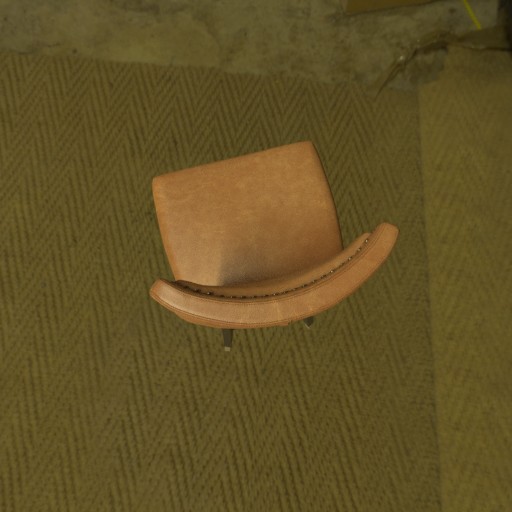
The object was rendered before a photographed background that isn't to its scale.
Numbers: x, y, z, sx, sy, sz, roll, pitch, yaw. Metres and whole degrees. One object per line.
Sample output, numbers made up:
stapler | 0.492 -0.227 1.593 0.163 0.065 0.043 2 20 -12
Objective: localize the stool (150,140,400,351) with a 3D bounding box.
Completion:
stool | 0.000 0.000 1.419 0.526 1.092 0.563 -14 75 -4
